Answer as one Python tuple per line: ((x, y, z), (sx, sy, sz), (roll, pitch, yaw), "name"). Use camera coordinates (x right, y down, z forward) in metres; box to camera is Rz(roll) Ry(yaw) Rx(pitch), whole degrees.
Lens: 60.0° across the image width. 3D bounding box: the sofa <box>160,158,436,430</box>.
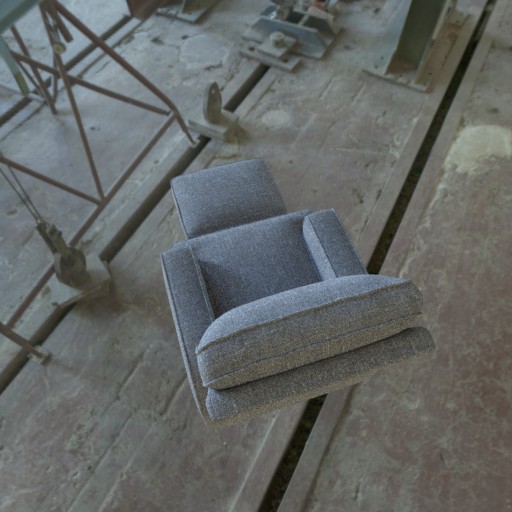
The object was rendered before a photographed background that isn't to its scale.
((0.000, 0.000, 2.036), (0.861, 0.959, 1.472), (-15, 58, -10), "sofa")
